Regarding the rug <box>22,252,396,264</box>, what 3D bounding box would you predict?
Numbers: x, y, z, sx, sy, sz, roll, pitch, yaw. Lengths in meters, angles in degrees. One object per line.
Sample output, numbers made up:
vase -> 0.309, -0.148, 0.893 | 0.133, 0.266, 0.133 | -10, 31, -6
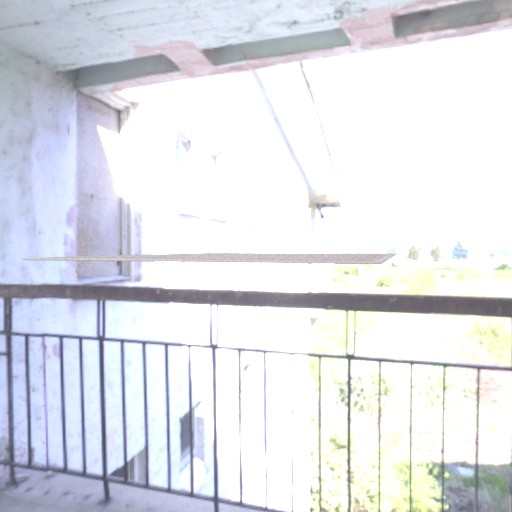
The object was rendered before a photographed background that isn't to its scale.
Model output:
rug -> 0.000, 0.000, 4.157 | 2.441, 0.015, 3.050 | 0, 1, 19
